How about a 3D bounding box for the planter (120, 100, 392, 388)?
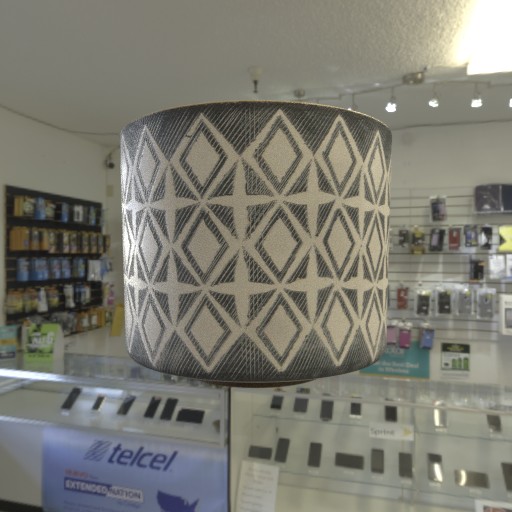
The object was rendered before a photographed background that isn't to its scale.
[{"bbox_3d":[0.000,0.000,0.328,0.192,0.165,0.192,0,0,0],"label":"planter"}]
